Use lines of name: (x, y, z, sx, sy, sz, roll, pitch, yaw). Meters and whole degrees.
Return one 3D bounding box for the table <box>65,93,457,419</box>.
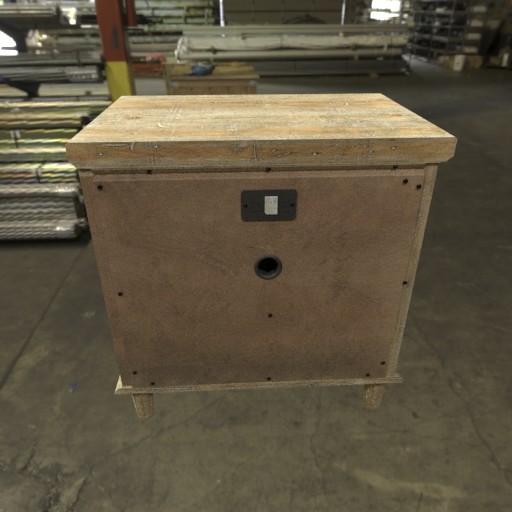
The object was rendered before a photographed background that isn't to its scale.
table: (0.000, 0.000, 1.131, 0.686, 0.711, 0.457, -2, 30, -3)
